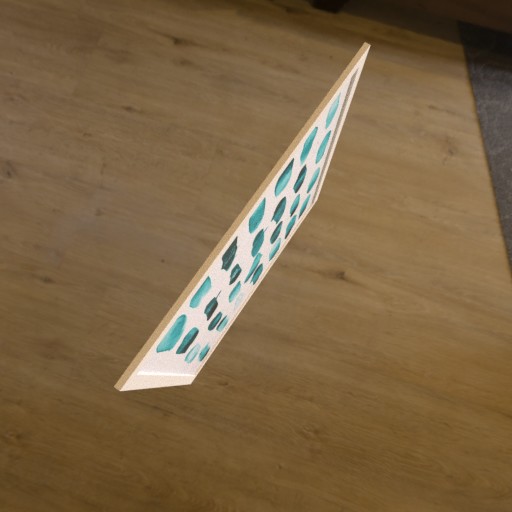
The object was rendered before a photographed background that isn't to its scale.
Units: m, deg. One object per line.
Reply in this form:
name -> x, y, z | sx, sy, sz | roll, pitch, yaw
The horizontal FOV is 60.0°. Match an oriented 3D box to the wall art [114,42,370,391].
wall art -> 0.000, 0.000, 0.827 | 0.009, 0.559, 0.558 | 33, 77, 9
